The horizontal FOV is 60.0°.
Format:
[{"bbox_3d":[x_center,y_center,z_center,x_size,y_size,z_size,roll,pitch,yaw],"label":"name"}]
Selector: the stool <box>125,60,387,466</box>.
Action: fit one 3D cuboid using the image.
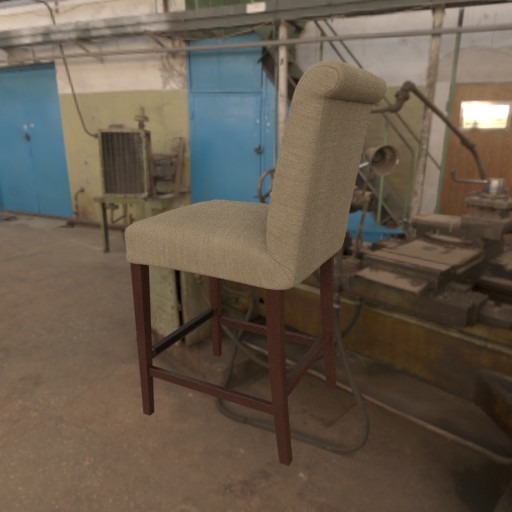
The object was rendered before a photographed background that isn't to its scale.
[{"bbox_3d":[0.000,0.000,1.413,0.660,1.084,0.486,9,19,26],"label":"stool"}]
